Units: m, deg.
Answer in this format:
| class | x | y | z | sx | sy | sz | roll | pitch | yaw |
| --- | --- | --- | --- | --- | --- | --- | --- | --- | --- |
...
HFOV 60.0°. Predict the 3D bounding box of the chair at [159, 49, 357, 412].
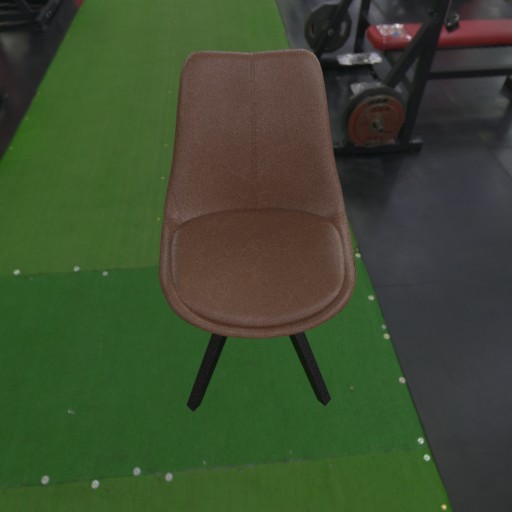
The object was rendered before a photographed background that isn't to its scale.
| class | x | y | z | sx | sy | sz | roll | pitch | yaw |
| --- | --- | --- | --- | --- | --- | --- | --- | --- | --- |
| chair | 0.000 | 0.000 | 1.162 | 0.475 | 0.850 | 0.550 | -2 | 47 | -2 |
